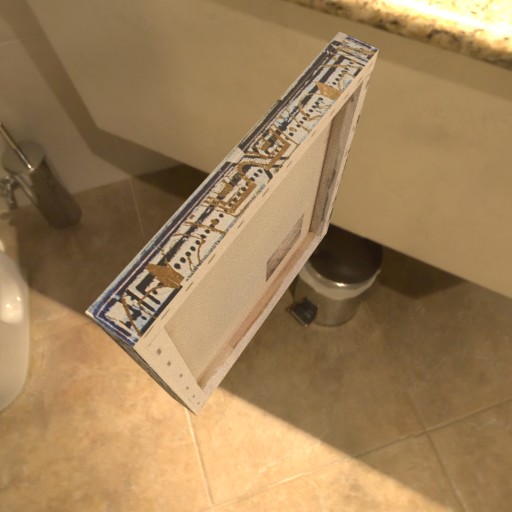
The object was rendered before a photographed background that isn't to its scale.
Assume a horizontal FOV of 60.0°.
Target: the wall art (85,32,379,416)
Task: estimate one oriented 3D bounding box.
[{"bbox_3d":[0.000,0.000,0.449,0.038,0.306,0.302,32,67,15],"label":"wall art"}]
